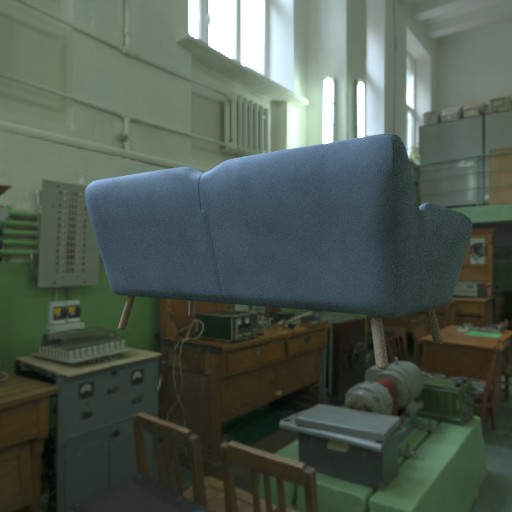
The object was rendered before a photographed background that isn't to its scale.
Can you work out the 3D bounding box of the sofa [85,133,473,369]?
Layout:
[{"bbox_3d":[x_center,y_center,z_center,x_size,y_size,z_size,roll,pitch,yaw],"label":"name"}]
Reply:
[{"bbox_3d":[0.000,0.000,2.225,1.870,0.810,0.850,0,0,35],"label":"sofa"}]
